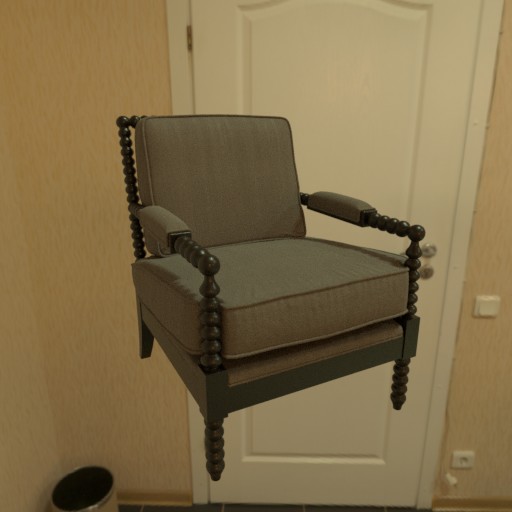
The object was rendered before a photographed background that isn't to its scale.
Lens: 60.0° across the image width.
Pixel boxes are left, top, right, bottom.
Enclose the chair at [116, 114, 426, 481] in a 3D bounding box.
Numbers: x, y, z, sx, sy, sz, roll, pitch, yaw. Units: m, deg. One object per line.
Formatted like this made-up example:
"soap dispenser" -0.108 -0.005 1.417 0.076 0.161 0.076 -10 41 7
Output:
"chair" 0.000 0.000 1.077 0.540 0.661 0.622 -9 19 -26
